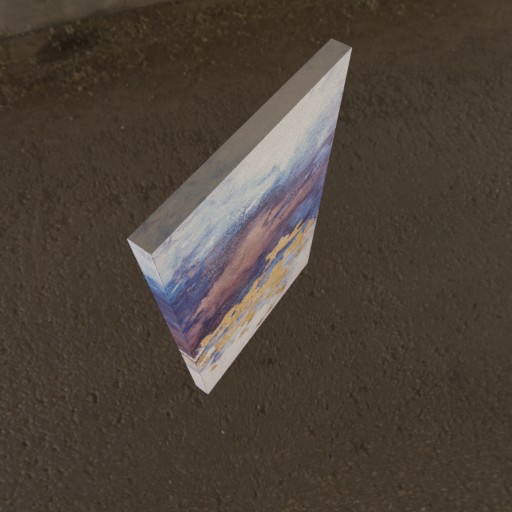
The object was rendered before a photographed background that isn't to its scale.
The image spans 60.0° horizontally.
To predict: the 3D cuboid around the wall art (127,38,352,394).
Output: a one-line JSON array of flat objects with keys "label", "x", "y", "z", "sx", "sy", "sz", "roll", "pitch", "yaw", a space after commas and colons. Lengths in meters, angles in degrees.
[{"label": "wall art", "x": 0.000, "y": 0.000, "z": 1.140, "sx": 0.048, "sy": 0.874, "sz": 0.583, "roll": 32, "pitch": 65, "yaw": 17}]
